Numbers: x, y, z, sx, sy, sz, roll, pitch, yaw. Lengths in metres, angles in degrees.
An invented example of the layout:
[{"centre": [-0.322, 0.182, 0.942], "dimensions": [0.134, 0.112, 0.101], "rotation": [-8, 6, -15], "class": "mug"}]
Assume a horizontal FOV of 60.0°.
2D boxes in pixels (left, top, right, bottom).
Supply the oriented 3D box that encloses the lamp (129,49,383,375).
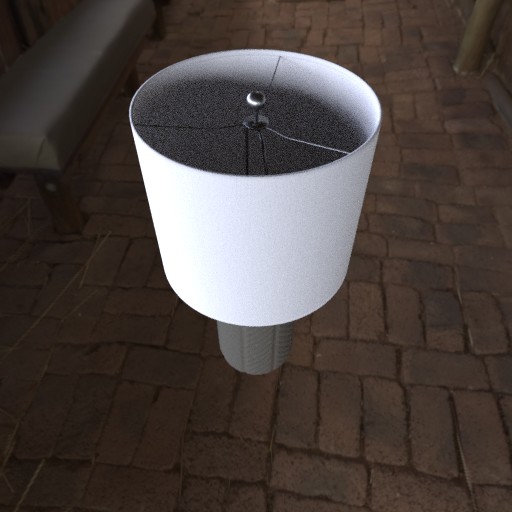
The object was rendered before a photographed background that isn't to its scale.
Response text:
[{"centre": [0.000, 0.000, 0.499], "dimensions": [0.203, 0.389, 0.203], "rotation": [-12, 49, -11], "class": "lamp"}]
